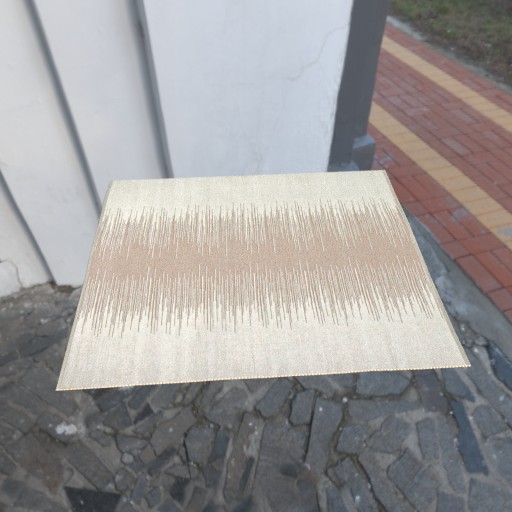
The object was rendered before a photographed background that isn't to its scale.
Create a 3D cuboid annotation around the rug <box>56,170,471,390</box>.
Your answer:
[{"bbox_3d":[0.000,0.000,4.053,3.048,0.013,2.438,-3,47,-2],"label":"rug"}]
